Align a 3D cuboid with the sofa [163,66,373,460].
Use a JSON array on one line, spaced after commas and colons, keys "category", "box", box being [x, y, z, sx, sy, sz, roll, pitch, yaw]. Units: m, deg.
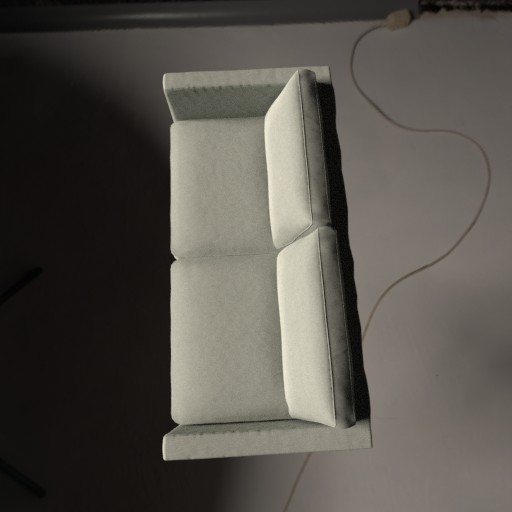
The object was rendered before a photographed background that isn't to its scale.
[{"category": "sofa", "box": [0.000, 0.000, 2.456, 0.940, 0.870, 1.987, -3, 75, -1]}]
